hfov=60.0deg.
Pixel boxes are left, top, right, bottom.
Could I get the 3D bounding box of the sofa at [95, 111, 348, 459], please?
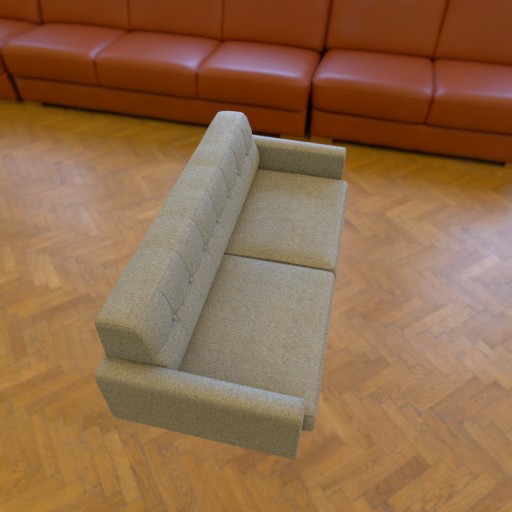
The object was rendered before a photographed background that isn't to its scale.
[{"bbox_3d":[0.000,0.000,2.632,0.968,0.873,2.055,9,47,9],"label":"sofa"}]
